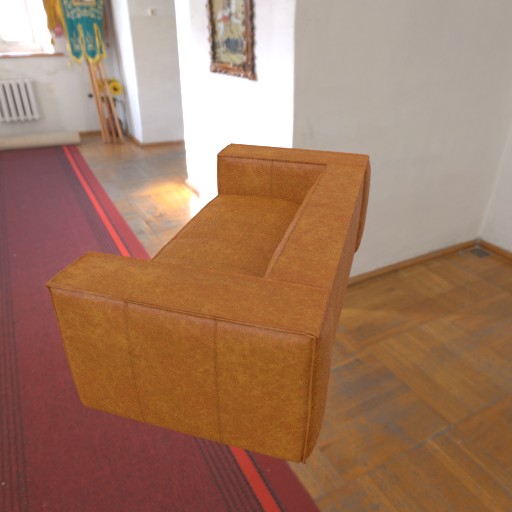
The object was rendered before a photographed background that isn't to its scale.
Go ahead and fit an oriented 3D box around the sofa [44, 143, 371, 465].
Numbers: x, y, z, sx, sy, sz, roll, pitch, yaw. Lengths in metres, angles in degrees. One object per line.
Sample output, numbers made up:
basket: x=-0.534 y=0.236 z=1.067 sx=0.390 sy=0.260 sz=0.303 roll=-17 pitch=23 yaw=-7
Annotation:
sofa: x=0.000 y=0.000 z=2.532 sx=1.102 sy=0.703 sz=2.088 roll=9 pitch=30 yaw=15
